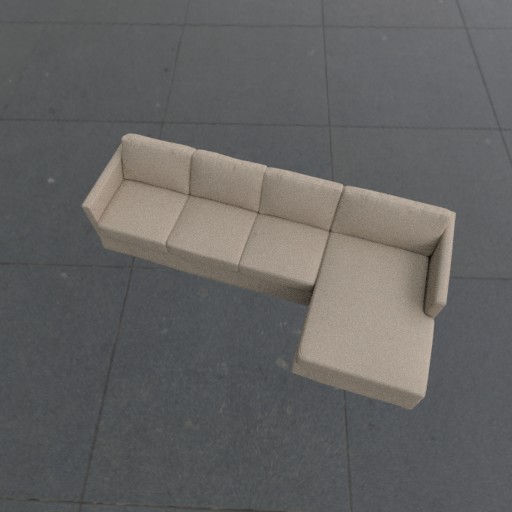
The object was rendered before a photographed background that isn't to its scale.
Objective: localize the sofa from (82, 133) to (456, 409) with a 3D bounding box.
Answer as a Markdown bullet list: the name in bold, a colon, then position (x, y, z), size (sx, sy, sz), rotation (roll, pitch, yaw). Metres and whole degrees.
- **sofa**: position (0.000, 0.000, 3.927), size (3.177, 0.867, 1.622), rotation (15, 60, 9)
